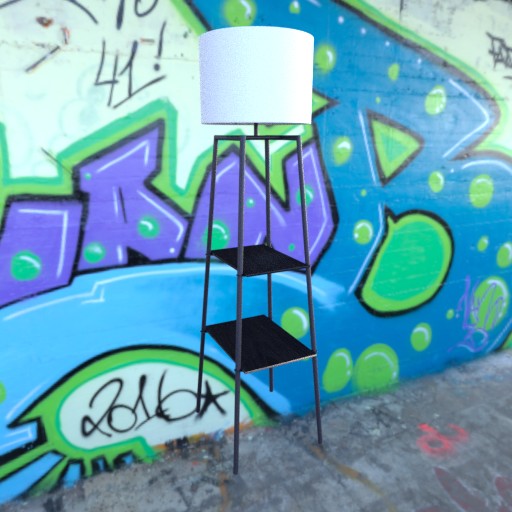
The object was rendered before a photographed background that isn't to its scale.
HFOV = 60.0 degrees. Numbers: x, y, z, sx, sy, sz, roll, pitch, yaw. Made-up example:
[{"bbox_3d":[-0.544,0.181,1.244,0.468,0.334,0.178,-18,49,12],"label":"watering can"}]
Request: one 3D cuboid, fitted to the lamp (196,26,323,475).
[{"bbox_3d":[0.000,0.000,1.650,0.384,1.474,0.427,-7,17,-25],"label":"lamp"}]
